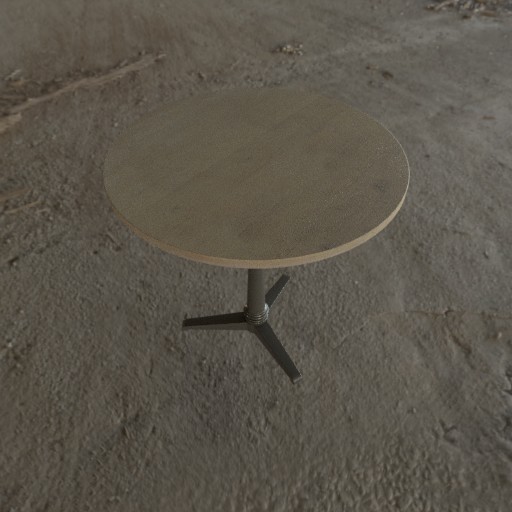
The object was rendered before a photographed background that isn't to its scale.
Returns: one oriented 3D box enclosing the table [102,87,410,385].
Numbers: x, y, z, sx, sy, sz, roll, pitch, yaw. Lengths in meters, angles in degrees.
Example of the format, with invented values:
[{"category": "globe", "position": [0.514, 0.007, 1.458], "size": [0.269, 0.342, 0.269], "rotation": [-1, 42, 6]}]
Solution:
[{"category": "table", "position": [0.000, 0.000, 1.464], "size": [0.800, 0.780, 0.800], "rotation": [0, 45, 0]}]
